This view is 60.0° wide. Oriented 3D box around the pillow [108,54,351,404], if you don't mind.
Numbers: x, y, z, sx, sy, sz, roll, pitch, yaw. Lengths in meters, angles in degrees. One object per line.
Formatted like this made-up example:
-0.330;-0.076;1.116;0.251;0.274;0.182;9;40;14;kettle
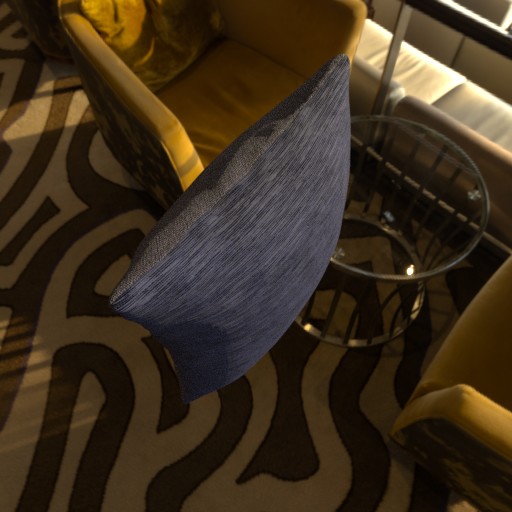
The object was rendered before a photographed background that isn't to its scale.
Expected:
0.000;0.000;0.679;0.204;0.439;0.452;31;64;17;pillow
